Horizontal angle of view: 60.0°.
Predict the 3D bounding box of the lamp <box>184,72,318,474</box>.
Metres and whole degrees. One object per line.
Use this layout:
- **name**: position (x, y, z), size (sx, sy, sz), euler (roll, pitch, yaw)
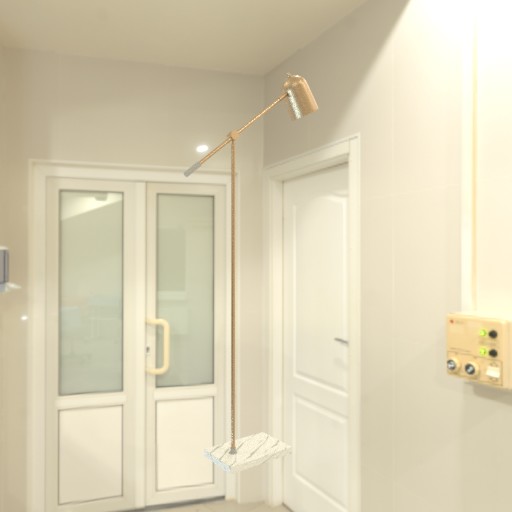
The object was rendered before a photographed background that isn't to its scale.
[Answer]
- **lamp**: position (0.000, 0.000, 1.807), size (0.653, 1.594, 0.194), euler (0, 0, -37)
